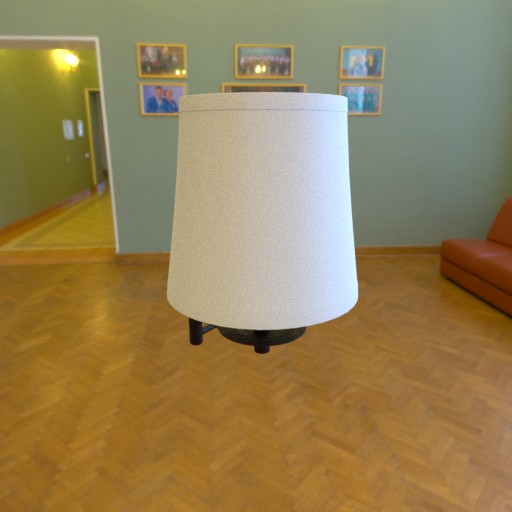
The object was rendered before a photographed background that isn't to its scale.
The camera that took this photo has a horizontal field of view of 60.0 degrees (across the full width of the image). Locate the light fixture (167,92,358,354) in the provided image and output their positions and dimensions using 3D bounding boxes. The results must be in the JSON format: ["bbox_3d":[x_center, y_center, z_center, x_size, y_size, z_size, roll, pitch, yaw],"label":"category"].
[{"bbox_3d":[0.000,0.000,0.262,0.100,0.172,0.157,-2,16,-7],"label":"light fixture"}]
